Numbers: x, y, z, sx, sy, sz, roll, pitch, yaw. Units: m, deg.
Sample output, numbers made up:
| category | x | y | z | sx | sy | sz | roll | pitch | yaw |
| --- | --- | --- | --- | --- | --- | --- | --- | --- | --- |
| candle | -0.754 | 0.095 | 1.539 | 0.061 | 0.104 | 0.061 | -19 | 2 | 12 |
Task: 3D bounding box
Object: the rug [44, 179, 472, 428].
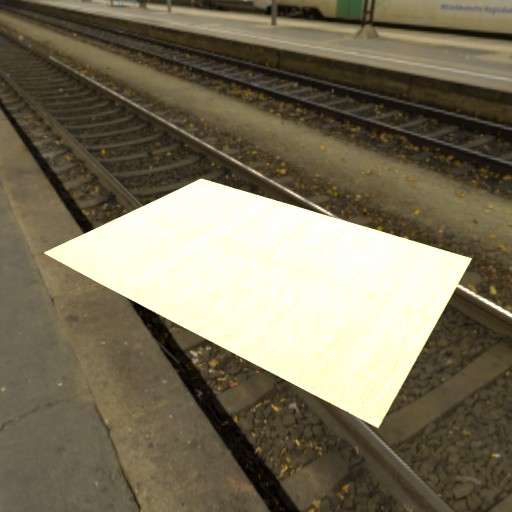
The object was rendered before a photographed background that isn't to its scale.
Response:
| category | x | y | z | sx | sy | sz | roll | pitch | yaw |
| --- | --- | --- | --- | --- | --- | --- | --- | --- | --- |
| rug | 0.000 | 0.000 | 2.312 | 1.850 | 0.015 | 1.250 | 21 | 37 | 29 |
